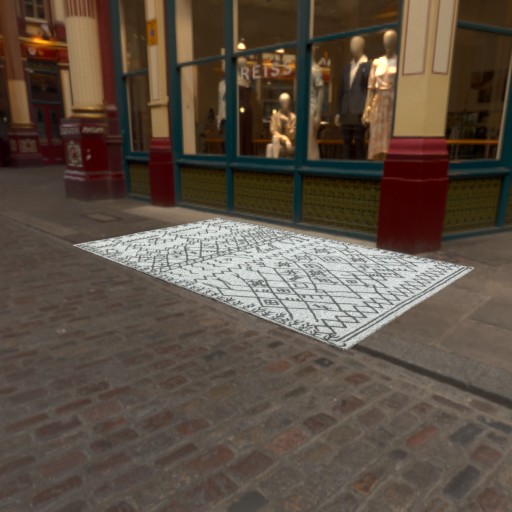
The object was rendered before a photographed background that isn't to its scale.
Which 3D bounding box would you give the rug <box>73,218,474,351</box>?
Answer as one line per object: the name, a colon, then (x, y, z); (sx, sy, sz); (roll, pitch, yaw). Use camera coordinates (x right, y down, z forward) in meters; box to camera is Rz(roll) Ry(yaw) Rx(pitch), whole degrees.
rug: (0.000, 0.000, 4.909); (3.824, 0.019, 2.393); (15, 21, 42)
